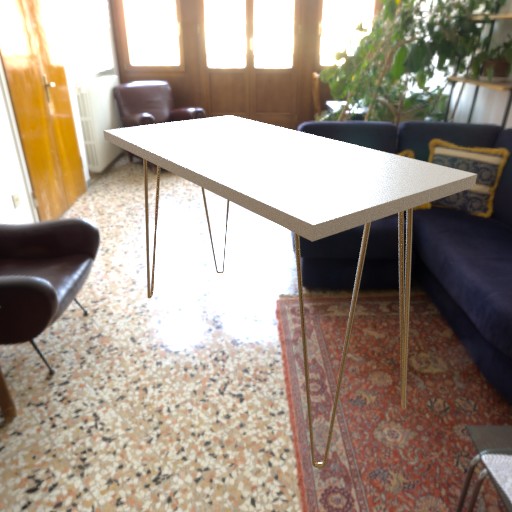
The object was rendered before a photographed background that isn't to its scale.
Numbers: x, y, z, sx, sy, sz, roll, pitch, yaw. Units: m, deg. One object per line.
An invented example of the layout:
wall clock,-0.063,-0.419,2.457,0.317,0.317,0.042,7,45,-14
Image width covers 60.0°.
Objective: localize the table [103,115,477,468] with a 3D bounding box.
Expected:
table,0.000,0.000,1.362,0.498,0.660,0.991,-18,32,-32
